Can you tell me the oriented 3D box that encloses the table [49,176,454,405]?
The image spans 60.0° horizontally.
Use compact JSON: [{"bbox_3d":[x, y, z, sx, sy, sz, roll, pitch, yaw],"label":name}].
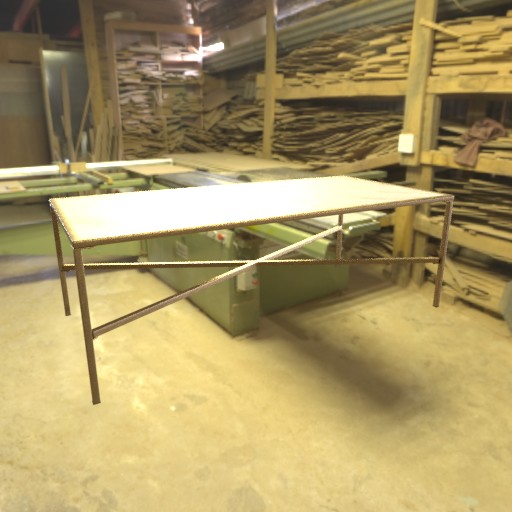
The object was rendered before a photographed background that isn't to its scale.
[{"bbox_3d":[0.000,0.000,1.511,1.197,0.405,0.577,-9,20,-27],"label":"table"}]
